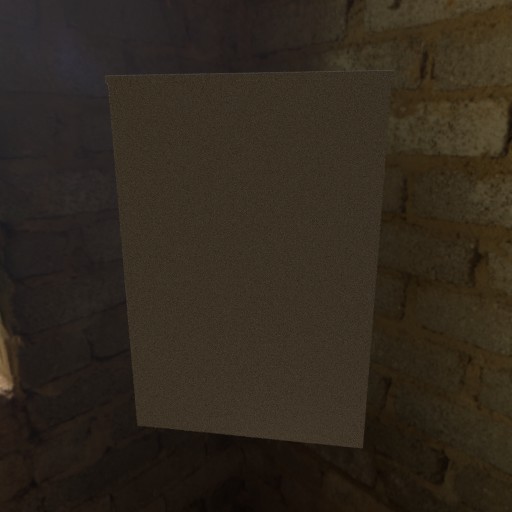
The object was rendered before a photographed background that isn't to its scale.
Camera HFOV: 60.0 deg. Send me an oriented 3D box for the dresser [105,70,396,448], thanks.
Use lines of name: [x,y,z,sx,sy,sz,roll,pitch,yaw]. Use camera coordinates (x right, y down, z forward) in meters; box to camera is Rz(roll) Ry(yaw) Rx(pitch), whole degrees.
dresser: [0.000,0.000,1.389,0.704,1.021,0.401,2,16,8]
